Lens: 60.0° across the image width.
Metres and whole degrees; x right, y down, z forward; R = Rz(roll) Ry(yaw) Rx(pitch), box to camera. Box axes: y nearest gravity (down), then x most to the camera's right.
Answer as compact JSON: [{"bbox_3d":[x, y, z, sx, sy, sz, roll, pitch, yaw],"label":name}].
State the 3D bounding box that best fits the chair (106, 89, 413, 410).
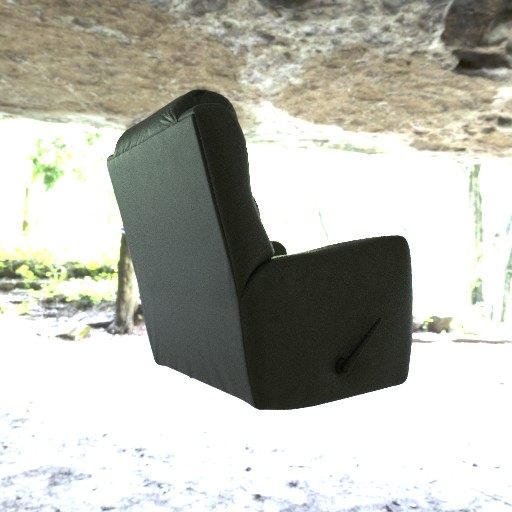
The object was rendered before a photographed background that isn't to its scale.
[{"bbox_3d":[0.000,0.000,1.952,1.068,1.116,0.967,1,-1,-36],"label":"chair"}]
